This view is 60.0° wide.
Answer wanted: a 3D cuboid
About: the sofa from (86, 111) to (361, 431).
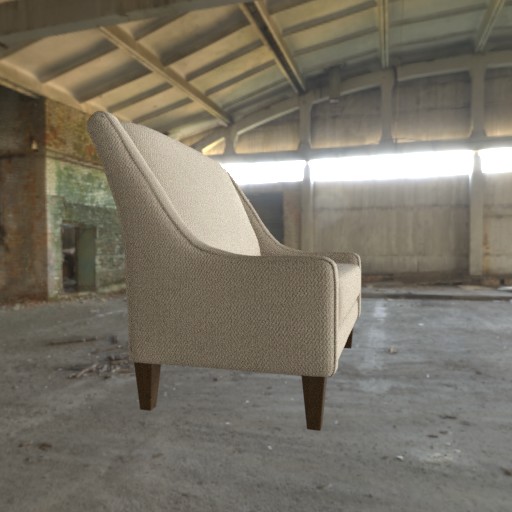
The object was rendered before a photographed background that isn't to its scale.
[{"bbox_3d":[0.000,0.000,1.982,0.870,1.022,1.242,0,1,17],"label":"sofa"}]
